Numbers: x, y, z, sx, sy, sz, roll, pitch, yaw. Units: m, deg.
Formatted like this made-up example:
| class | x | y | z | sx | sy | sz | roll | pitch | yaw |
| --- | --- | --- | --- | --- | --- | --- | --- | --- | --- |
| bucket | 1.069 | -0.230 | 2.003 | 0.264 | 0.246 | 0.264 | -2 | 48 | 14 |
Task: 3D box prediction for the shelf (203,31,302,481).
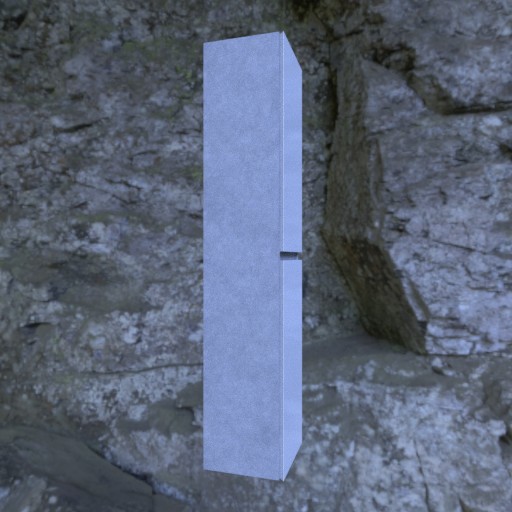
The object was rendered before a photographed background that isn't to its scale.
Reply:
| class | x | y | z | sx | sy | sz | roll | pitch | yaw |
| --- | --- | --- | --- | --- | --- | --- | --- | --- | --- |
| shelf | 0.000 | 0.000 | 1.561 | 0.270 | 1.400 | 0.300 | 0 | 0 | 17 |
